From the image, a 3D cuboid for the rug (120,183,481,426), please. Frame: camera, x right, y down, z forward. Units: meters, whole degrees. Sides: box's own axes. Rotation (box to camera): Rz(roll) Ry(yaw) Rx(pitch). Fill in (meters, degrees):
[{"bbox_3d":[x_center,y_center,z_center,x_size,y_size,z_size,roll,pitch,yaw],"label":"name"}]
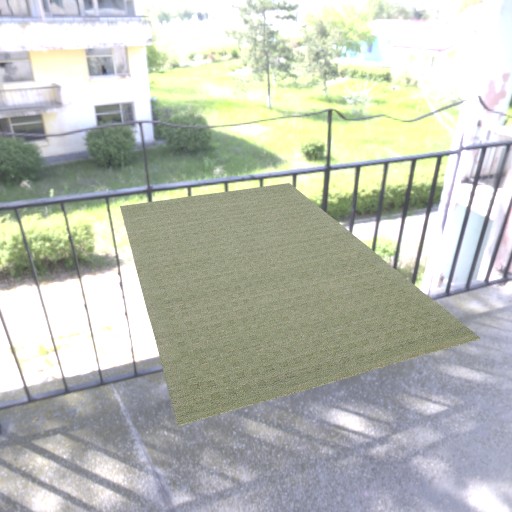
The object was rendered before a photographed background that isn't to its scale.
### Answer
[{"bbox_3d":[0.000,0.000,2.190,1.143,0.006,1.747,-10,31,-18],"label":"rug"}]
